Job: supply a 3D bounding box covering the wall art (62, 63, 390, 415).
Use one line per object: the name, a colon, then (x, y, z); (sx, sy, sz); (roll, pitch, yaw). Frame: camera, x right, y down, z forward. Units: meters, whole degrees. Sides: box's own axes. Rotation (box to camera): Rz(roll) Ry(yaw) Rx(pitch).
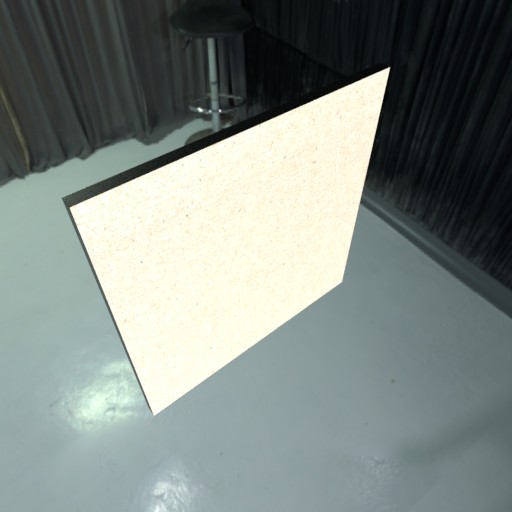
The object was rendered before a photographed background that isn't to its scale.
wall art: (0.000, 0.000, 1.146); (0.773, 0.775, 0.031); (-31, 54, -26)
